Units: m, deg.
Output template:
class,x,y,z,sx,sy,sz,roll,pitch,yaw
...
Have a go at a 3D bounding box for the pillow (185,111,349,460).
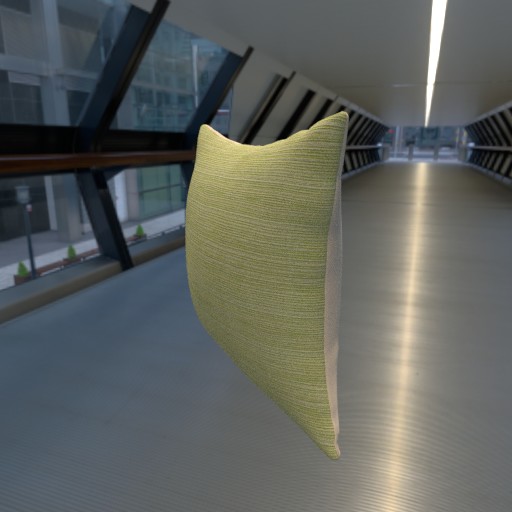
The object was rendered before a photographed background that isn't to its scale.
class,x,y,z,sx,sy,sz,roll,pitch,yaw
pillow,0.000,0.000,0.823,0.229,0.487,0.560,-7,17,-24
